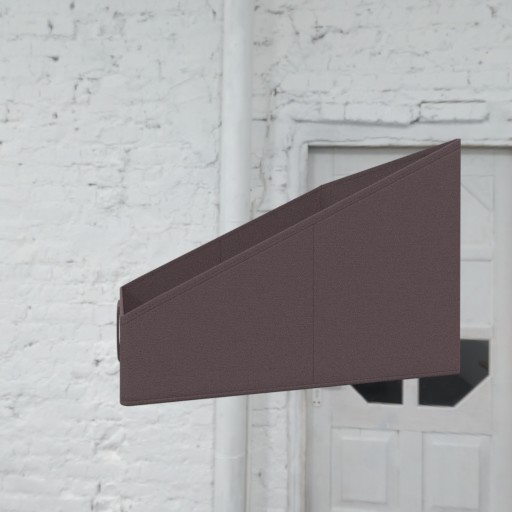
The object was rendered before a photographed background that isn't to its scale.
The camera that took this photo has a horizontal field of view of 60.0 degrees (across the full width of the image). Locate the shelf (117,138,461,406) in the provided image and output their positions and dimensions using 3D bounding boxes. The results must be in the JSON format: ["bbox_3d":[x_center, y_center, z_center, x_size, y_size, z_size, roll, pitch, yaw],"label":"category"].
[{"bbox_3d":[0.000,0.000,0.486,0.292,0.210,0.292,0,0,-17],"label":"shelf"}]
